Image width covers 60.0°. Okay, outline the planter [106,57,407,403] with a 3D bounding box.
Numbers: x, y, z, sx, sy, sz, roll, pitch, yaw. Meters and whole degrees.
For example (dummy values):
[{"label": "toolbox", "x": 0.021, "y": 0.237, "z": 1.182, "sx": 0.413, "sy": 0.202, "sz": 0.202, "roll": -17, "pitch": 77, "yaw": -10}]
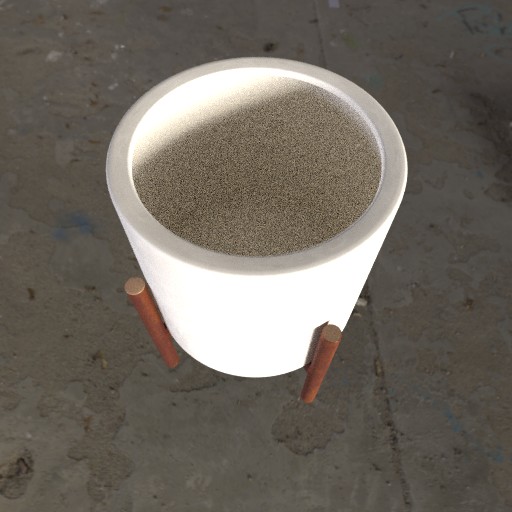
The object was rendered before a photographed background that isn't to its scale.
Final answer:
[{"label": "planter", "x": 0.000, "y": 0.000, "z": 0.869, "sx": 0.420, "sy": 0.581, "sz": 0.421, "roll": 15, "pitch": 60, "yaw": 9}]
